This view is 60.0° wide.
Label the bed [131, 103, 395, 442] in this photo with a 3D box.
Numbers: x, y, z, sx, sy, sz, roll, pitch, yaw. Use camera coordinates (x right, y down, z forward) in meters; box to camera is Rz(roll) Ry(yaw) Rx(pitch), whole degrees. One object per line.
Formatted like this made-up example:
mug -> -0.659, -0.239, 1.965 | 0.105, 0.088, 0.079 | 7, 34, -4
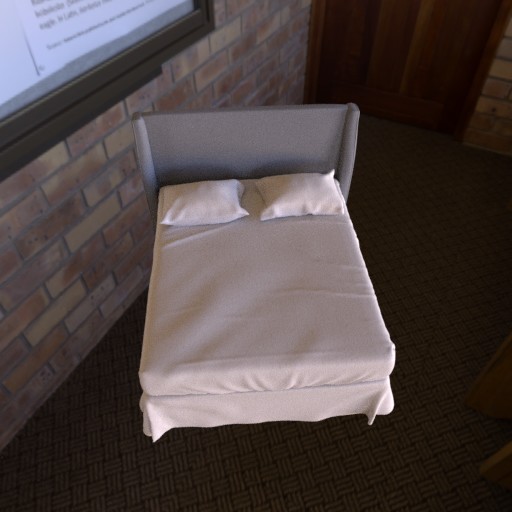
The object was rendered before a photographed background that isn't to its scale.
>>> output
bed -> 0.000, 0.000, 3.466 | 1.925, 1.332, 2.276 | -3, 47, -3
